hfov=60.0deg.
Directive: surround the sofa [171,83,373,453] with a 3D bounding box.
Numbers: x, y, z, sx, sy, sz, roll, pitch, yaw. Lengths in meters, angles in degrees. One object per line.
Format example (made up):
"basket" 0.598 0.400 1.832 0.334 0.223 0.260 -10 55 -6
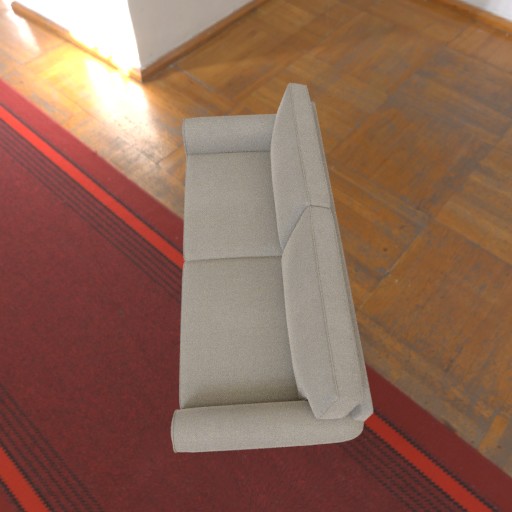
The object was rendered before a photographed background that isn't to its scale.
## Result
"sofa" 0.000 0.000 2.647 0.901 0.962 2.146 -3 59 -2
